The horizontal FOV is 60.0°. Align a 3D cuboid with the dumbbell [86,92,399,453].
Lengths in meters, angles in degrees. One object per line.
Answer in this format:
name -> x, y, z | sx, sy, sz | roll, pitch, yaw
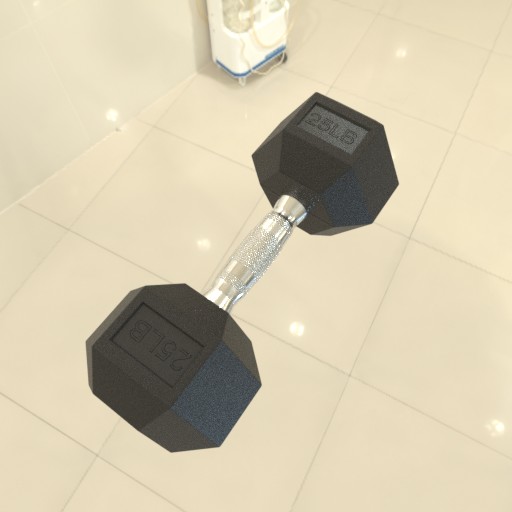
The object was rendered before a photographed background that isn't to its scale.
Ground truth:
dumbbell -> 0.000, 0.000, 0.372 | 0.129, 0.113, 0.315 | 32, 68, 15
